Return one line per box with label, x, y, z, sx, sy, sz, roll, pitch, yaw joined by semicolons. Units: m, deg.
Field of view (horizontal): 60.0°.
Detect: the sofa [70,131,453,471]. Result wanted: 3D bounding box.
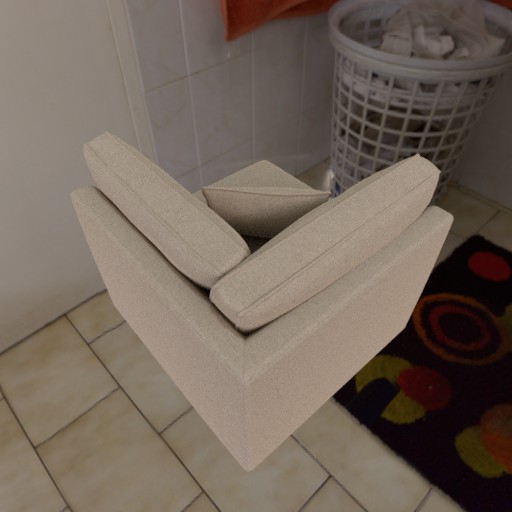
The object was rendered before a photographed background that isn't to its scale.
sofa;0.000;0.000;1.974;1.084;1.002;1.146;-32;55;-27
